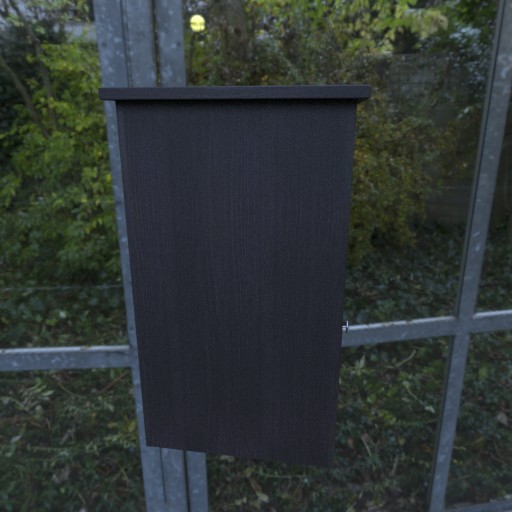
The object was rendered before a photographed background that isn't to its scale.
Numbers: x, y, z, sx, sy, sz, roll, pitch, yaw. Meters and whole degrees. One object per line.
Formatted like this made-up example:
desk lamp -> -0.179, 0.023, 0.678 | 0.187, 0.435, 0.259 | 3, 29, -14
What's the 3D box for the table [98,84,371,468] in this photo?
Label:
table -> 0.000, 0.000, 0.926 | 0.381, 0.635, 0.480 | 3, 18, 9
